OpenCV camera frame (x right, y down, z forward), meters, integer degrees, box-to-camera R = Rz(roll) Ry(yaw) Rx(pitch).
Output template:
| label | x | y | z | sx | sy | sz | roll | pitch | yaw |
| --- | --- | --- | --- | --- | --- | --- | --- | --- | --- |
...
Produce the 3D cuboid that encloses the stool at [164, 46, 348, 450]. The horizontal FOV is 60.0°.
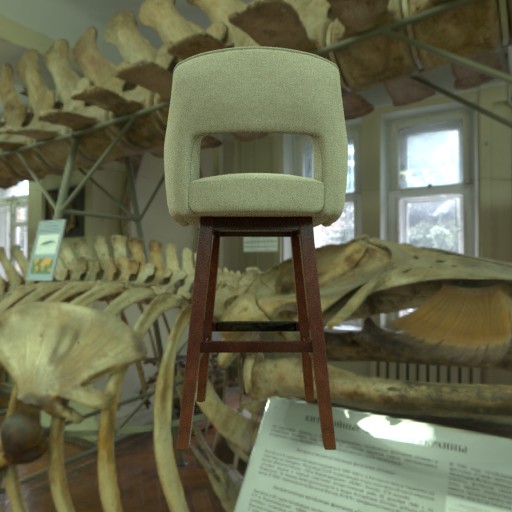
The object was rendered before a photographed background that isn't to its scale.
| label | x | y | z | sx | sy | sz | roll | pitch | yaw |
| --- | --- | --- | --- | --- | --- | --- | --- | --- | --- |
| stool | 0.000 | 0.000 | 1.369 | 0.550 | 1.041 | 0.560 | 0 | -1 | 0 |
